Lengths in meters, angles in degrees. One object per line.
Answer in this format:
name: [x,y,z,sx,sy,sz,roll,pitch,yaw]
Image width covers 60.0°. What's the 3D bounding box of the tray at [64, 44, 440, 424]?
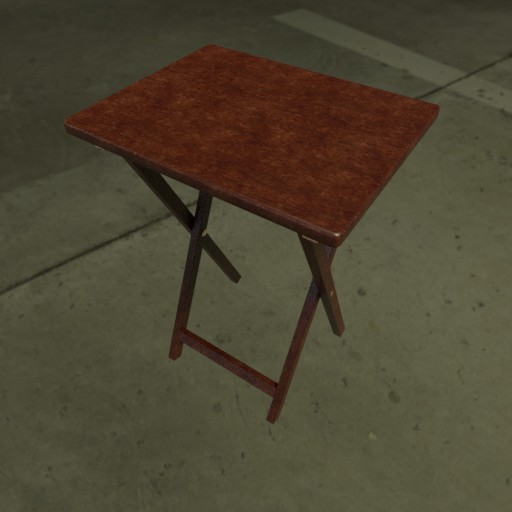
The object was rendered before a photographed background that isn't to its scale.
tray: [0.000,0.000,0.947,0.483,0.660,0.381,25,51,23]
